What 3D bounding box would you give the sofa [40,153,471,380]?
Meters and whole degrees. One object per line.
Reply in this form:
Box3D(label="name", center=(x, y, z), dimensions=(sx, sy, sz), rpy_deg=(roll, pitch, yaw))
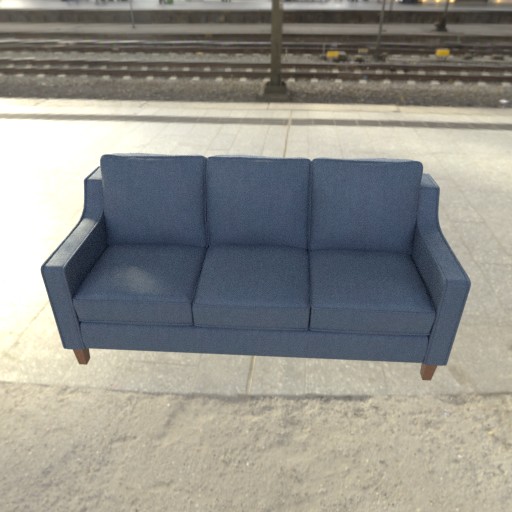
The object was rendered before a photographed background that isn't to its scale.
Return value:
Box3D(label="sofa", center=(0.000, 0.000, 2.476), dimensions=(1.986, 0.974, 0.911), rpy_deg=(2, 32, 3))
